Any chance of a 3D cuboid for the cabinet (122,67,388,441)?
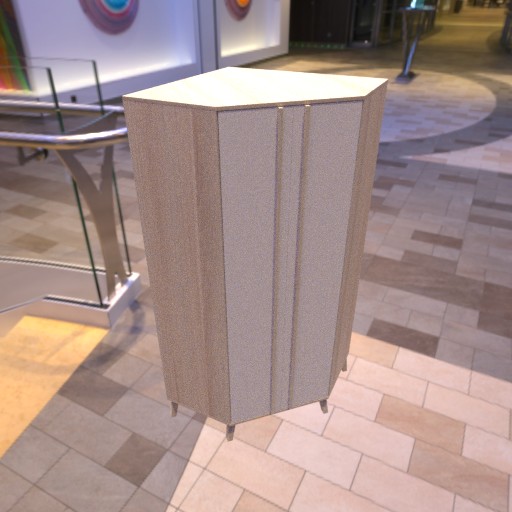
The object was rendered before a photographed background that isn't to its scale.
[{"bbox_3d":[0.000,0.000,2.631,1.272,1.957,0.969,-10,32,-16],"label":"cabinet"}]
